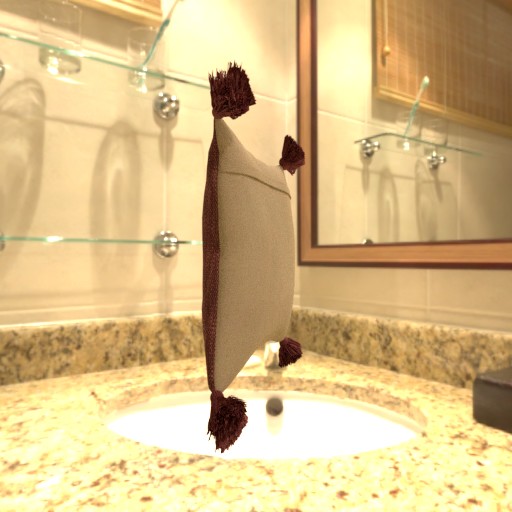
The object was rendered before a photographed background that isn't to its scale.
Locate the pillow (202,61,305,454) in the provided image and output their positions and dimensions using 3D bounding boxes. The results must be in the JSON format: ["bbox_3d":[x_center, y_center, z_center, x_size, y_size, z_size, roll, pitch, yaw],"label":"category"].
[{"bbox_3d":[0.000,0.000,0.980,0.138,0.659,0.641,0,0,17],"label":"pillow"}]
